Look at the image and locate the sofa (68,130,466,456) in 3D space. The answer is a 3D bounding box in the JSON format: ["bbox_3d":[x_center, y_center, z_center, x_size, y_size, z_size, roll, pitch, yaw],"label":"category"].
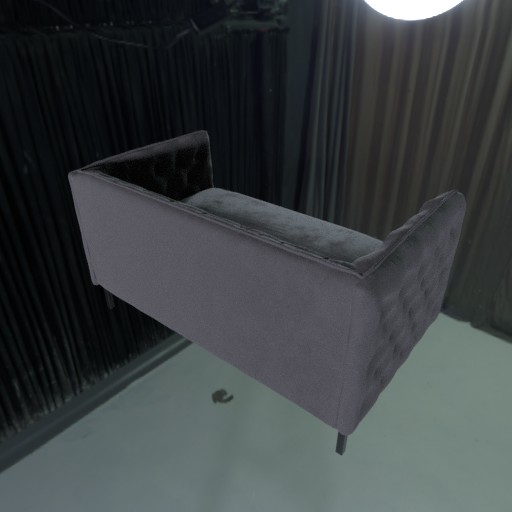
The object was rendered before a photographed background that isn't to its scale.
[{"bbox_3d":[0.000,0.000,2.130,1.583,0.810,0.909,22,38,32],"label":"sofa"}]
